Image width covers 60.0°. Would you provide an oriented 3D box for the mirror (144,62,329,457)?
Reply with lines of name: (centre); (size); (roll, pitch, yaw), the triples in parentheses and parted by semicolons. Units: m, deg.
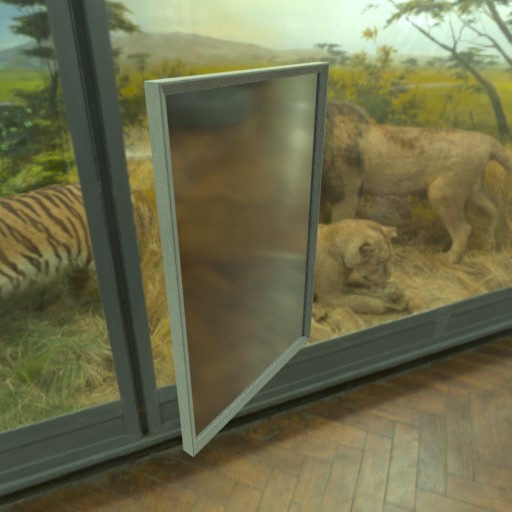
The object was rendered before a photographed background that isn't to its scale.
mirror: (0.000, 0.000, 1.177); (0.041, 0.915, 0.609); (18, 32, 32)
